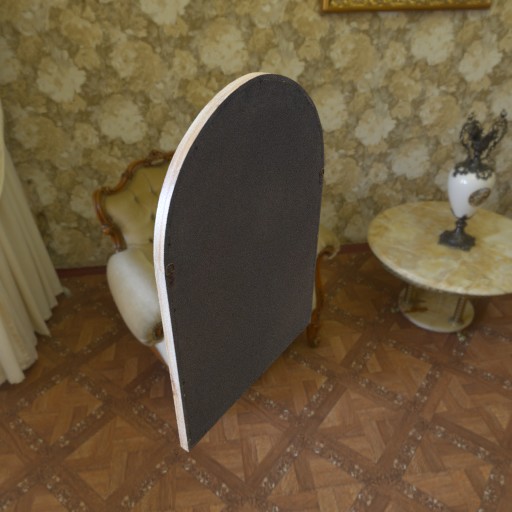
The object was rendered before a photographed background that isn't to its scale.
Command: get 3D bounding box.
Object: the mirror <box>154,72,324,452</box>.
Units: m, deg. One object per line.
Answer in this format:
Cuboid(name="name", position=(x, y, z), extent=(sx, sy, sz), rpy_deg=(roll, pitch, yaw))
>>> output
Cuboid(name="mirror", position=(0.000, 0.000, 1.192), extent=(0.032, 0.920, 0.660), rpy_deg=(21, 38, 30))
